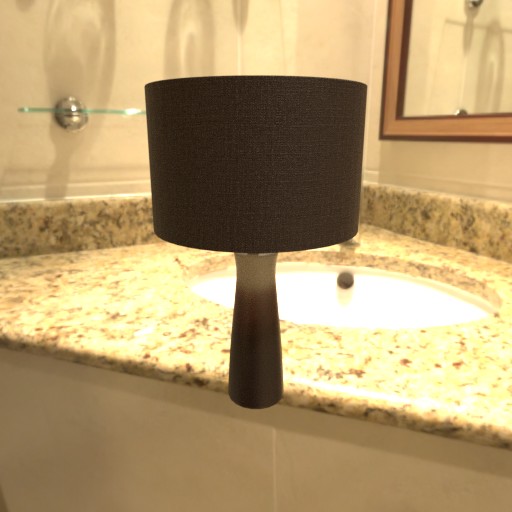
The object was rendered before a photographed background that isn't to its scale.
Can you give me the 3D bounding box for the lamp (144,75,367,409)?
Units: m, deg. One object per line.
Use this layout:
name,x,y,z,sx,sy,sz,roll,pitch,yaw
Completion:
lamp,0.000,0.000,0.686,0.303,0.488,0.303,0,16,0
